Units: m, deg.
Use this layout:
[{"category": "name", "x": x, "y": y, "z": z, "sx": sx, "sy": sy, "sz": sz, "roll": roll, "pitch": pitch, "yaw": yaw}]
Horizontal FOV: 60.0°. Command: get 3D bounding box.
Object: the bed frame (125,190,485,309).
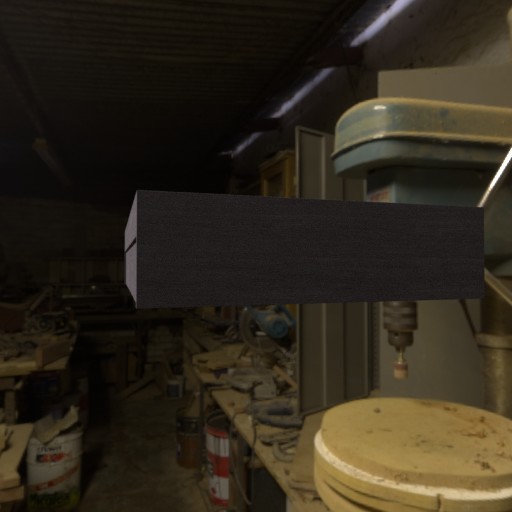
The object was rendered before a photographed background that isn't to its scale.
[{"category": "bed frame", "x": 0.000, "y": 0.000, "z": 2.617, "sx": 1.448, "sy": 0.459, "sz": 1.944, "roll": 0, "pitch": -1, "yaw": -18}]
